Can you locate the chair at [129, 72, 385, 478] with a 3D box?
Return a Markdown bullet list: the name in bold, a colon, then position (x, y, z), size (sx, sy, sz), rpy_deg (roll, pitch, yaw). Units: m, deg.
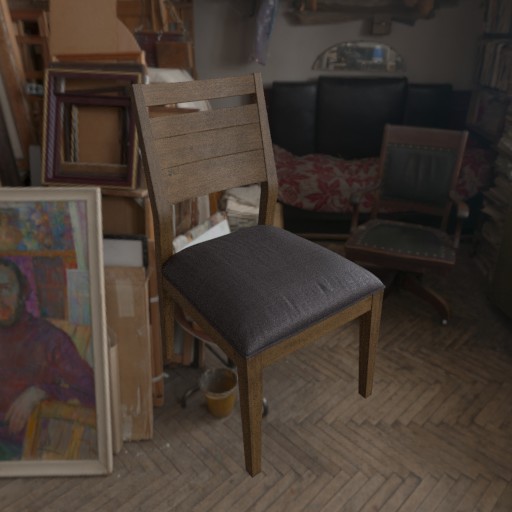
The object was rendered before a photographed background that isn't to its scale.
- **chair**: position (0.000, 0.000, 1.315), size (0.501, 0.939, 0.610), rpy_deg (-20, 35, -32)
